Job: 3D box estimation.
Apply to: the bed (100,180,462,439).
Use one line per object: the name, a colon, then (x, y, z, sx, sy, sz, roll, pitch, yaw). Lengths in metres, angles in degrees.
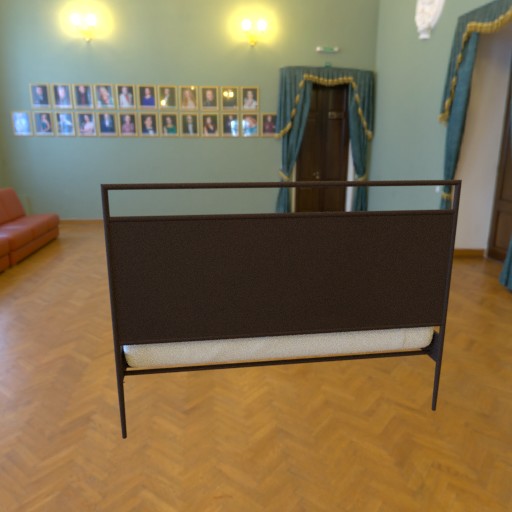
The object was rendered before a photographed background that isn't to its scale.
bed: (0.000, 0.000, 3.042, 1.572, 1.173, 2.122, -2, 14, -8)
